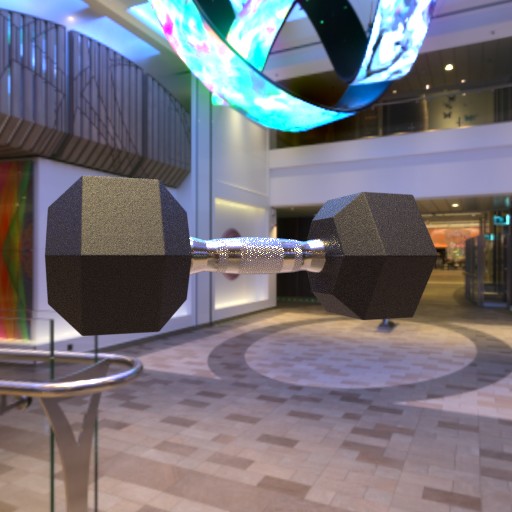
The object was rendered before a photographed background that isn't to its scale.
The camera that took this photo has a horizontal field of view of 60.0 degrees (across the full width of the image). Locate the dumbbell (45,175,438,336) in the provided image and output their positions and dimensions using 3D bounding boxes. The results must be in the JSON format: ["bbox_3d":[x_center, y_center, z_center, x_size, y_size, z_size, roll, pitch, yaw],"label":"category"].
[{"bbox_3d":[0.000,0.000,0.422,0.356,0.123,0.141,0,0,-20],"label":"dumbbell"}]
